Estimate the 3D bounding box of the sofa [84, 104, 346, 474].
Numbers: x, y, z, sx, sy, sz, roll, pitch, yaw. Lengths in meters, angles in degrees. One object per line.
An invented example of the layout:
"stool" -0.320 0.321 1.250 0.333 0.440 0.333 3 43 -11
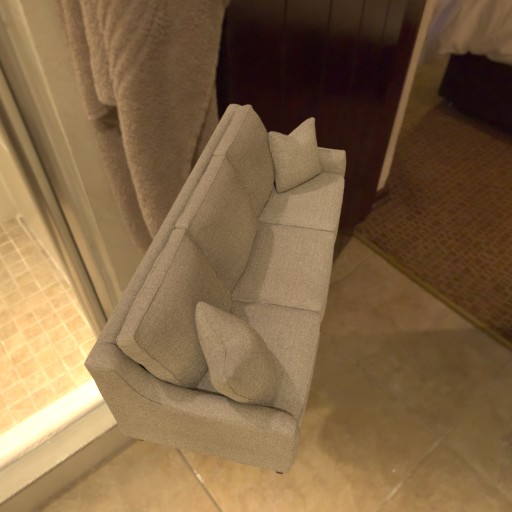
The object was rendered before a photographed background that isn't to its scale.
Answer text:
"sofa" 0.000 0.000 2.509 0.865 0.914 2.031 10 48 9
